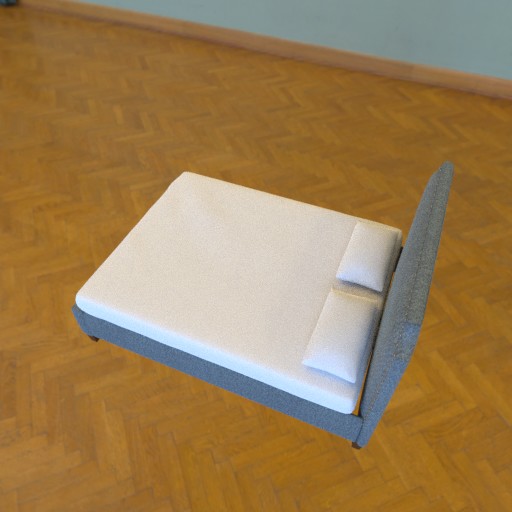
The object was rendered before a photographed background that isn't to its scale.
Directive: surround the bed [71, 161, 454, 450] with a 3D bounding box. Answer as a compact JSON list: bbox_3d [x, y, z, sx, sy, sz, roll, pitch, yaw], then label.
[{"bbox_3d":[0.000,0.000,3.387,2.372,1.443,1.712,17,50,15],"label":"bed"}]
